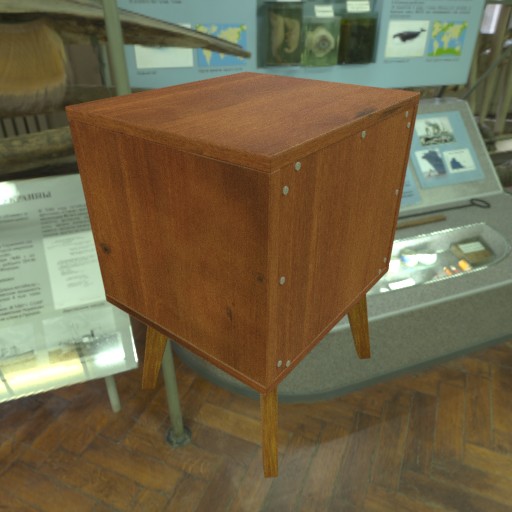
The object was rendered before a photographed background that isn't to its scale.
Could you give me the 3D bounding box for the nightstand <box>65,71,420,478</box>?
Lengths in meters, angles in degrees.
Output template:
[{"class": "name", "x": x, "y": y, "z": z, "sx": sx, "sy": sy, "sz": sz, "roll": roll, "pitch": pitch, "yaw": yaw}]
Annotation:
[{"class": "nightstand", "x": 0.000, "y": 0.000, "z": 0.909, "sx": 0.411, "sy": 0.618, "sz": 0.460, "roll": 22, "pitch": 37, "yaw": 32}]
